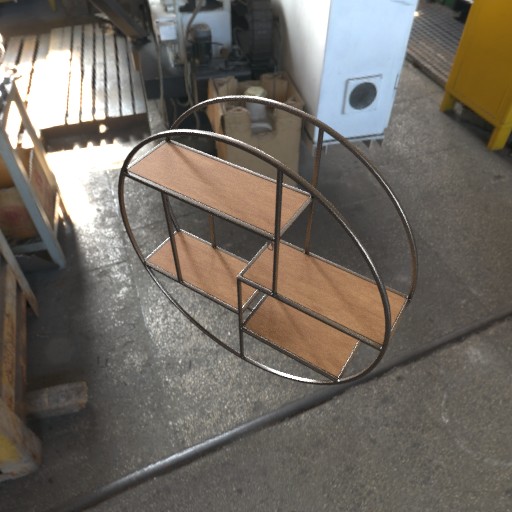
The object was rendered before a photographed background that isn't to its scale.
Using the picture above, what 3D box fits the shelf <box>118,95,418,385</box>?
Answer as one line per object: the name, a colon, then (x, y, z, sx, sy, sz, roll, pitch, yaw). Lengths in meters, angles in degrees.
shelf: (0.000, 0.000, 1.316, 0.888, 0.888, 0.202, 25, 52, 22)
